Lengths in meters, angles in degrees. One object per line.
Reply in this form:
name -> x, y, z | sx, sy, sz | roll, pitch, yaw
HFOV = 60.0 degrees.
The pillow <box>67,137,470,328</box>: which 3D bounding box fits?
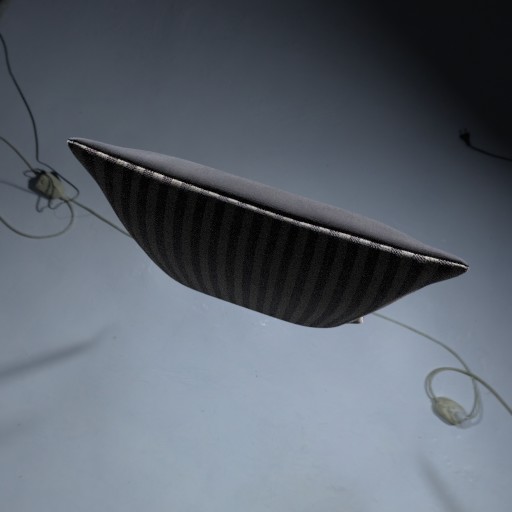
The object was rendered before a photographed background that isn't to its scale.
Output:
pillow -> 0.000, 0.000, 0.778 | 0.523, 0.506, 0.166 | 18, 76, 5
